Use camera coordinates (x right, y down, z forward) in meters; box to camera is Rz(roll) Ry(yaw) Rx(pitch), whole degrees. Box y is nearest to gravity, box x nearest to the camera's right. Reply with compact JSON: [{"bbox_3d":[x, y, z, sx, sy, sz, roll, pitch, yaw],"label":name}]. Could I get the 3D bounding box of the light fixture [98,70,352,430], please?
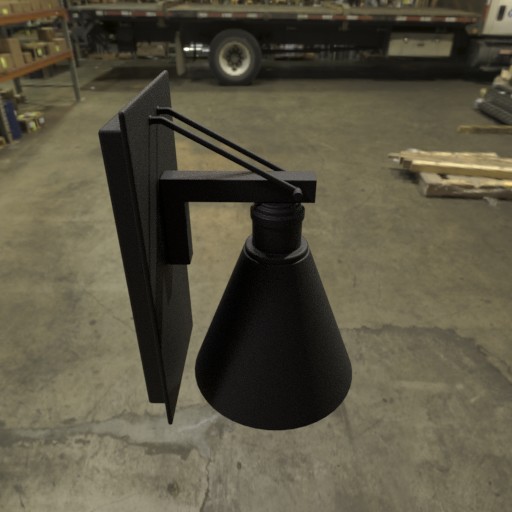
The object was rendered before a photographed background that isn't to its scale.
[{"bbox_3d":[0.000,0.000,0.411,0.207,0.298,0.170,1,32,1],"label":"light fixture"}]
